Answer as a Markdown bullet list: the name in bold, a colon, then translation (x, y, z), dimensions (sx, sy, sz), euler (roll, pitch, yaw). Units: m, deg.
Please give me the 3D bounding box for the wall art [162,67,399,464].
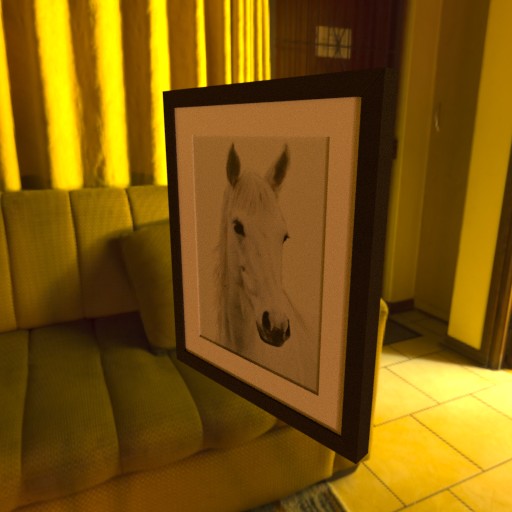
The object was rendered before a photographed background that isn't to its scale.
- **wall art**: translation (0.000, 0.000, 0.755), dimensions (0.455, 0.552, 0.034), euler (15, 22, 43)
